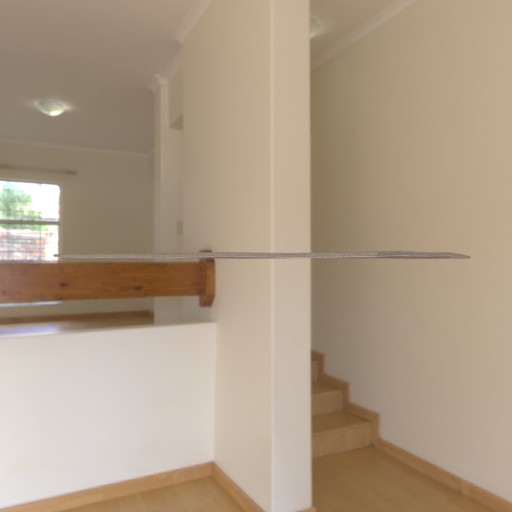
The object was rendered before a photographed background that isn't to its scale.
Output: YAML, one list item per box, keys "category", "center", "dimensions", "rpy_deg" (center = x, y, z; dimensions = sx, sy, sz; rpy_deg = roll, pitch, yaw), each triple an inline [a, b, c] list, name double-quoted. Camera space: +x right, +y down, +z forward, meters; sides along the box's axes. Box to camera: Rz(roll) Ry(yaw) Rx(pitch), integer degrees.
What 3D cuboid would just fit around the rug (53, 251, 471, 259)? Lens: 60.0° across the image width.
- category: "rug"
  center: [0.000, 0.000, 2.337]
  dimensions: [1.829, 0.034, 1.252]
  rpy_deg: [-1, -1, 37]
